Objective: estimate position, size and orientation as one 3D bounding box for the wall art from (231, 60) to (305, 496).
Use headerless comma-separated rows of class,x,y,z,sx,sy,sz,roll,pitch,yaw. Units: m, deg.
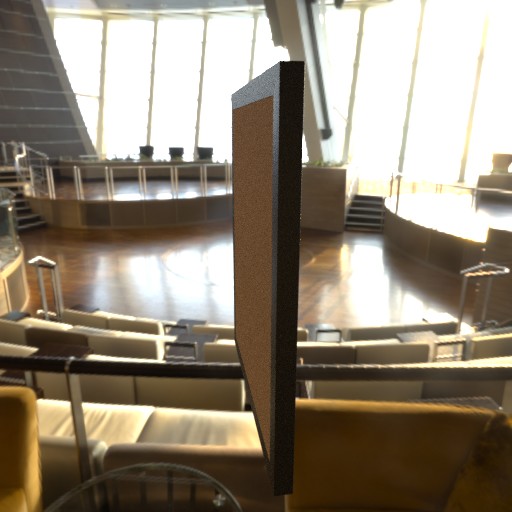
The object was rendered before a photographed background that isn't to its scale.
wall art,0.000,0.000,0.697,0.025,0.508,0.432,-3,16,-9
